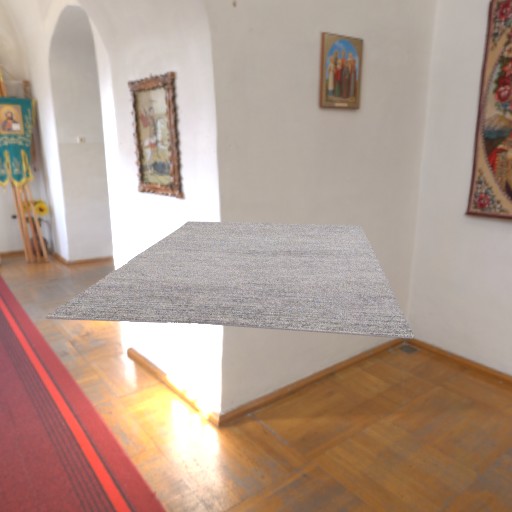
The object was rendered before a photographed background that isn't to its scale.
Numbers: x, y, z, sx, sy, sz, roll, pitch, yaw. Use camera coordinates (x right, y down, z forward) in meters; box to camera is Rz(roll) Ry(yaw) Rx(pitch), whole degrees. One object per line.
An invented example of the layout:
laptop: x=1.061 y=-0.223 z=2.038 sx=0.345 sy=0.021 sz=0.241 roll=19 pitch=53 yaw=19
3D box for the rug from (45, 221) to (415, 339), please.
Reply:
rug: x=0.000 y=0.000 z=2.983 sx=1.604 sy=0.030 sz=2.307 roll=2 pitch=15 yaw=7
